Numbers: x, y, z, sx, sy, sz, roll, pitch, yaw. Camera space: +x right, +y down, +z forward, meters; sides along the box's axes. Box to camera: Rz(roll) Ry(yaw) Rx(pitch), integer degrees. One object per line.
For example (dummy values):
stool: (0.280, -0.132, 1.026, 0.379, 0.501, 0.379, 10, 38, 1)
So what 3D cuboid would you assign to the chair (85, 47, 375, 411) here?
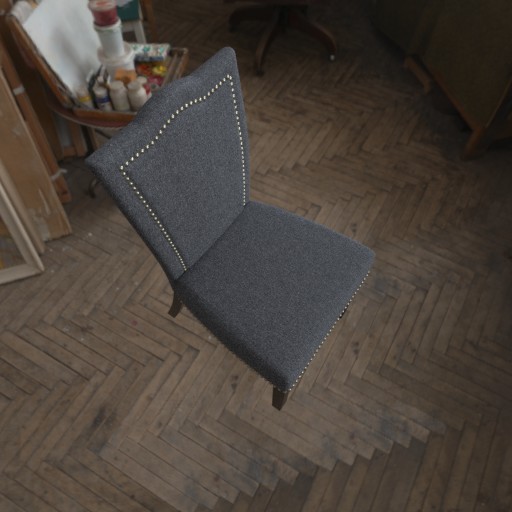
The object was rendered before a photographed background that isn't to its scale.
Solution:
chair: (0.000, 0.000, 1.332, 0.589, 0.946, 0.518, 31, 64, 18)
